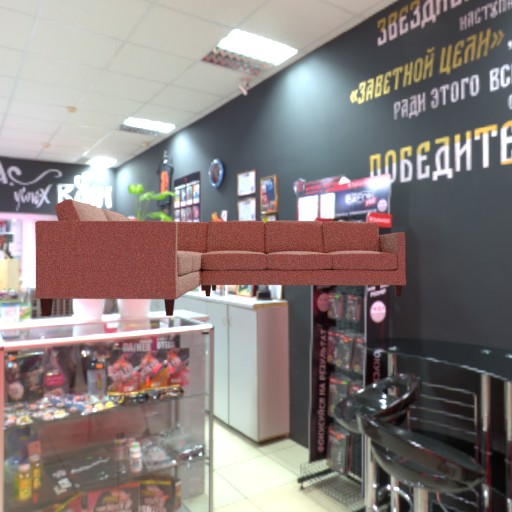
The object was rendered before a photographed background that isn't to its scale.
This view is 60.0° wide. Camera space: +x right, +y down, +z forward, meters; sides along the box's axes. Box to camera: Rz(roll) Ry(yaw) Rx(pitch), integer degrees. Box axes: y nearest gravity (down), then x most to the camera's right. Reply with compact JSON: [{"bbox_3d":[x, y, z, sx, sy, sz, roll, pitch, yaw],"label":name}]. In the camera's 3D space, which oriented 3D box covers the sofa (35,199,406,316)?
[{"bbox_3d":[0.000,0.000,4.370,3.182,0.863,2.432,0,0,-1],"label":"sofa"}]
